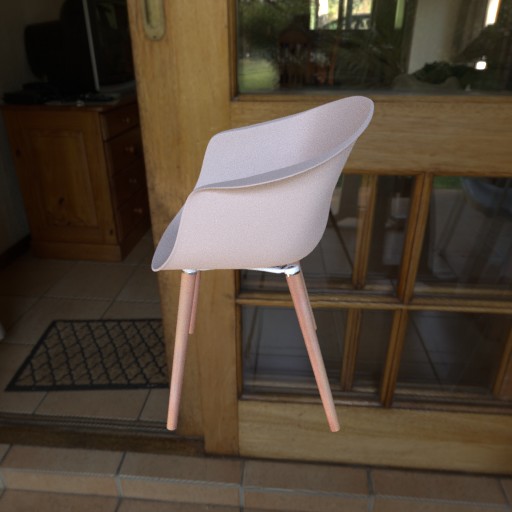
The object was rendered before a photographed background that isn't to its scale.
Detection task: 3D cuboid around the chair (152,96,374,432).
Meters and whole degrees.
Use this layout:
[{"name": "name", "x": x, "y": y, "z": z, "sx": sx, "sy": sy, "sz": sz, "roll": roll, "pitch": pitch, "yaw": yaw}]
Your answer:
[{"name": "chair", "x": 0.000, "y": 0.000, "z": 1.157, "sx": 0.504, "sy": 0.781, "sz": 0.593, "roll": 0, "pitch": 26, "yaw": -1}]
